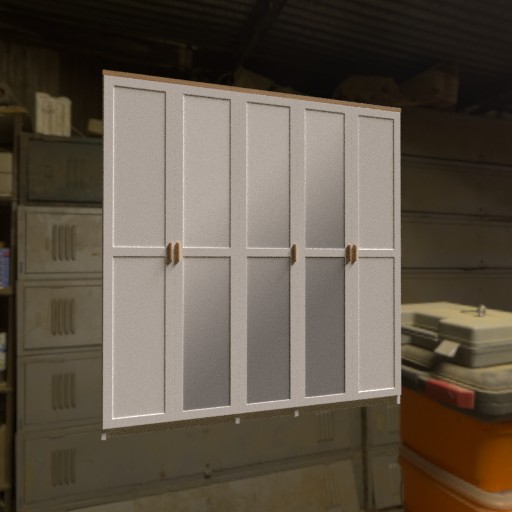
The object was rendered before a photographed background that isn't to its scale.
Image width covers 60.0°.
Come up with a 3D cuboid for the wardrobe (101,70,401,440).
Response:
[{"bbox_3d":[0.000,0.000,3.299,2.160,2.260,0.590,0,-1,-19],"label":"wardrobe"}]
